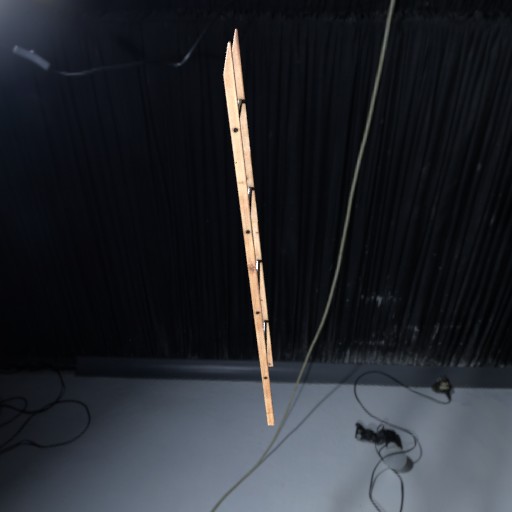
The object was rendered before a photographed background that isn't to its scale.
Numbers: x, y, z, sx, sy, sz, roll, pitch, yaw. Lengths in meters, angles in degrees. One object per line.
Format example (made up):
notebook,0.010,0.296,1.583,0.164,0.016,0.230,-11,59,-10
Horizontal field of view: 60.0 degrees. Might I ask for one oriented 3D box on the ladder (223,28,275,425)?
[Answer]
ladder,0.000,0.000,2.011,0.200,1.805,0.442,0,32,1
